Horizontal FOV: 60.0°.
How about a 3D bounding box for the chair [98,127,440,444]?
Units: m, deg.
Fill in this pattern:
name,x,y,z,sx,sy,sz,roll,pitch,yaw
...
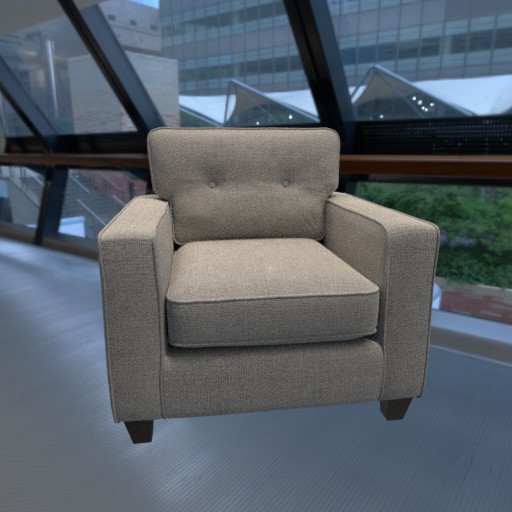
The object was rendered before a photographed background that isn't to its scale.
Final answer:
name,x,y,z,sx,sy,sz,roll,pitch,yaw
chair,0.000,0.000,1.703,1.015,0.965,0.939,-2,15,-8
